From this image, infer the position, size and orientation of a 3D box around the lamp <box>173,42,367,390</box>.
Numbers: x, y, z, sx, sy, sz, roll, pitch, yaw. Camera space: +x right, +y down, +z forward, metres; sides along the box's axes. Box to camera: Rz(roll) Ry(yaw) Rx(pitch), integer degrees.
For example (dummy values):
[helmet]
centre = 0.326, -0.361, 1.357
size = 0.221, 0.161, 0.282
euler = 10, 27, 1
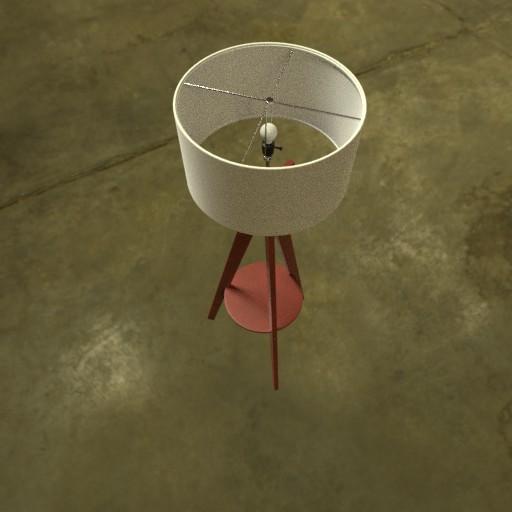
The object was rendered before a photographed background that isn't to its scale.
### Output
[lamp]
centre = 0.000, 0.000, 1.713
size = 0.542, 1.472, 0.539
euler = 15, 59, 9
